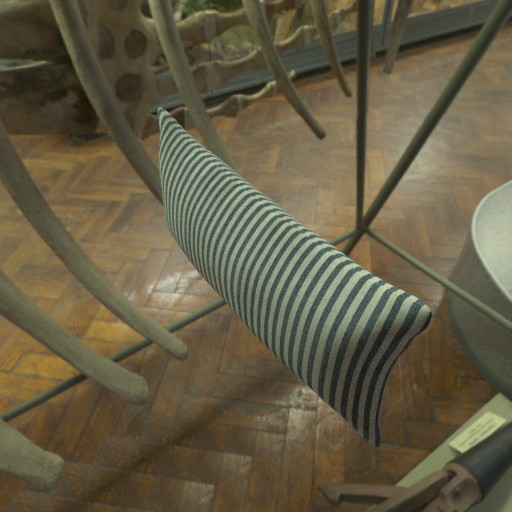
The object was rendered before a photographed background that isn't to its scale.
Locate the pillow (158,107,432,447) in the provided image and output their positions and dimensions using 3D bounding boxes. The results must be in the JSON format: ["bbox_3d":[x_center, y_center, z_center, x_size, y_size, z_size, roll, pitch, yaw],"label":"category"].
[{"bbox_3d":[0.000,0.000,0.731,0.151,0.295,0.617,-25,47,-26],"label":"pillow"}]
